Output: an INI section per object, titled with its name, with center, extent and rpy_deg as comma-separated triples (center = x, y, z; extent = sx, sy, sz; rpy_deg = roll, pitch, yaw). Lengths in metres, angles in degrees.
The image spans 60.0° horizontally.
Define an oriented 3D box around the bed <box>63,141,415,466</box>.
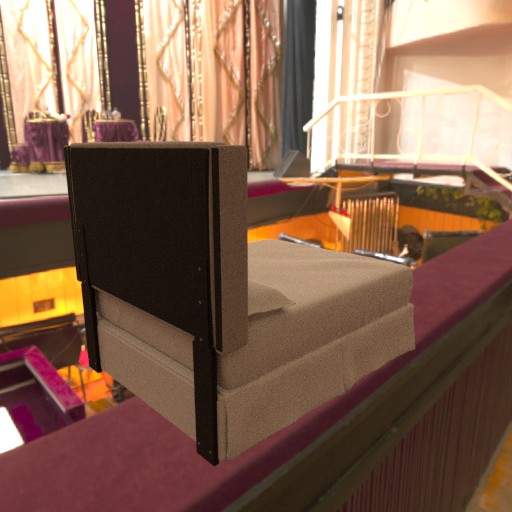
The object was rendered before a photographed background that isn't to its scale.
[bed]
center = 0.000, 0.000, 3.356
extent = 2.066, 1.665, 1.719
rpy_deg = -13, 19, -42
